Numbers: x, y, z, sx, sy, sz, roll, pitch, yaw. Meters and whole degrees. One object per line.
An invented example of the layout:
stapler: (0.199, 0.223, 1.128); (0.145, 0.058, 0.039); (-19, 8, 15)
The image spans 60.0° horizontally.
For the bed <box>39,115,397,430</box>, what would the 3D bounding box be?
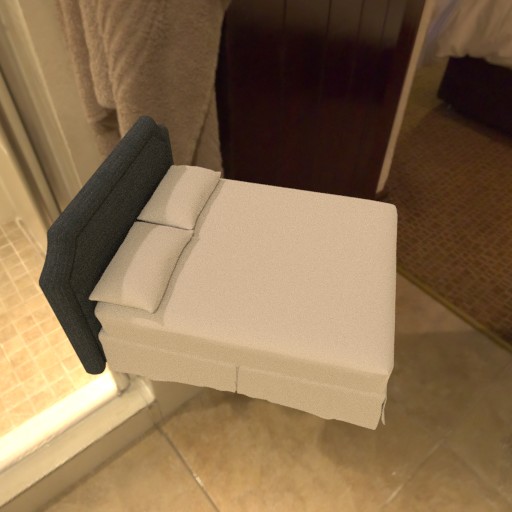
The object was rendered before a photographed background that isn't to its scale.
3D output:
bed: (0.000, 0.000, 3.311); (2.208, 1.297, 1.828); (10, 47, 9)
